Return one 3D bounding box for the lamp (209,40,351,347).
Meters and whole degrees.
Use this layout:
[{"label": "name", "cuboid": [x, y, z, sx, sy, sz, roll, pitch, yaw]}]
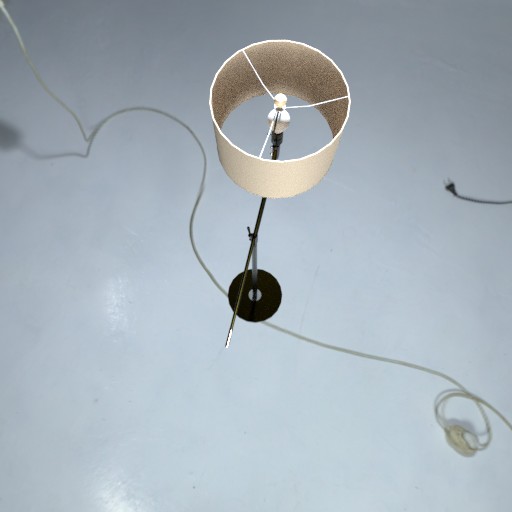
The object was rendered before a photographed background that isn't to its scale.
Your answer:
[{"label": "lamp", "cuboid": [0.000, 0.000, 1.901, 0.373, 1.635, 0.809, 17, 75, 4]}]
